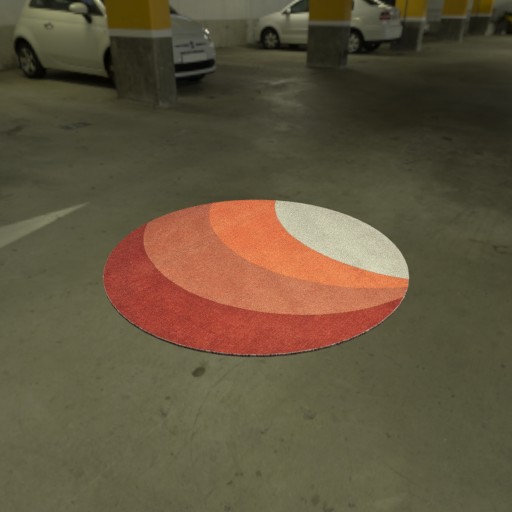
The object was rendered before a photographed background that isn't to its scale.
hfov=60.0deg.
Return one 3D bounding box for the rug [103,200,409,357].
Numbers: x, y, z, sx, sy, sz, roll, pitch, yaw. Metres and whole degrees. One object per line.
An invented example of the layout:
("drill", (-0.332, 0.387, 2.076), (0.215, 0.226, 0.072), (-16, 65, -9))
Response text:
("rug", (0.000, 0.000, 2.289), (1.514, 0.015, 1.514), (0, 29, 0))
